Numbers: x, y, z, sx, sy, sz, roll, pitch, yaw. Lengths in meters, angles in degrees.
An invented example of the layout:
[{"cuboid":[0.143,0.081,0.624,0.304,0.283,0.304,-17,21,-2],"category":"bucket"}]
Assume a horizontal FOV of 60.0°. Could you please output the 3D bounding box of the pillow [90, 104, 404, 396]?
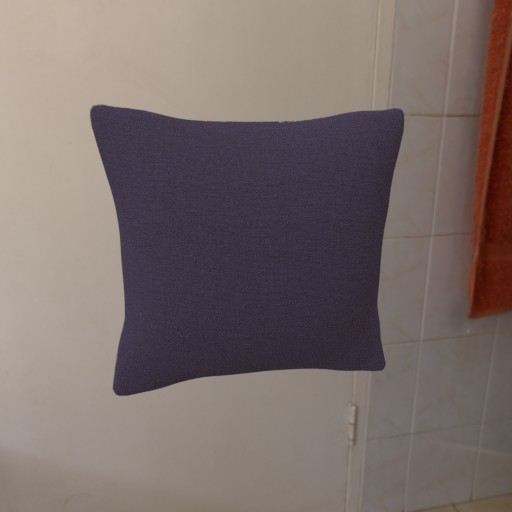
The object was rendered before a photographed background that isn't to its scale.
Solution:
[{"cuboid":[0.000,0.000,0.651,0.437,0.419,0.136,-3,16,-10],"category":"pillow"}]
